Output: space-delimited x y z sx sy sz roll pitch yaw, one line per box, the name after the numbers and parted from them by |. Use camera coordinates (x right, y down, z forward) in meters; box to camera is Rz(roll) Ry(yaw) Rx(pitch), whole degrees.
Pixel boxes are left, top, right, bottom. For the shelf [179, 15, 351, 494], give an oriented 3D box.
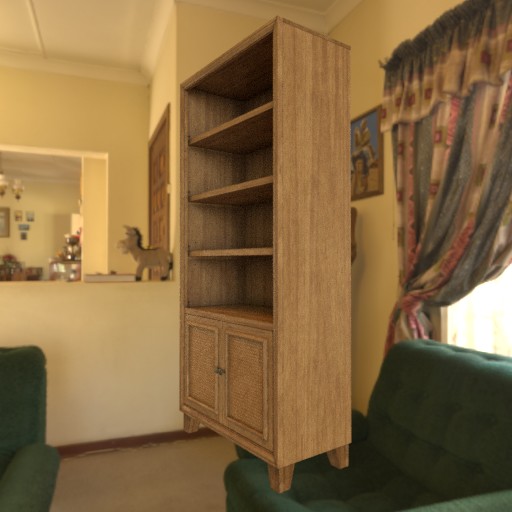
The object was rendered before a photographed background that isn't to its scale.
0.000 0.000 2.249 0.453 1.930 0.864 1 -1 -36 | shelf
